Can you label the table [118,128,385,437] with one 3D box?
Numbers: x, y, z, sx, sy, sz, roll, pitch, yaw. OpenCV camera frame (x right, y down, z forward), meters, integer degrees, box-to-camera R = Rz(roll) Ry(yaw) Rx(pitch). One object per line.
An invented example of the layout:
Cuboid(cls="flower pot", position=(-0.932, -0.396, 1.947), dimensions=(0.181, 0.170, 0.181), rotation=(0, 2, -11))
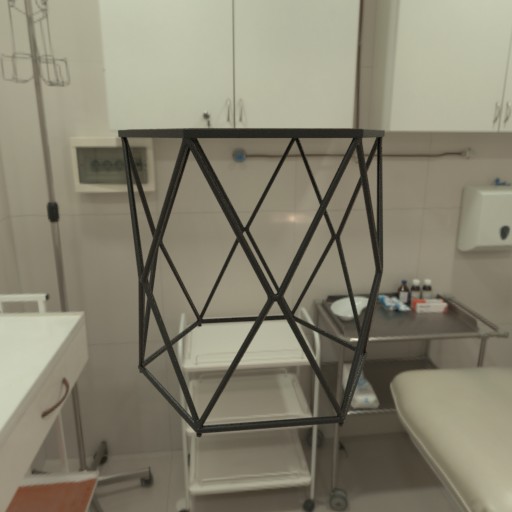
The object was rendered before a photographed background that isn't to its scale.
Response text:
Cuboid(cls="table", position=(0.000, 0.000, 1.028), dimensions=(0.578, 0.564, 0.579), rotation=(-2, 16, -7))
